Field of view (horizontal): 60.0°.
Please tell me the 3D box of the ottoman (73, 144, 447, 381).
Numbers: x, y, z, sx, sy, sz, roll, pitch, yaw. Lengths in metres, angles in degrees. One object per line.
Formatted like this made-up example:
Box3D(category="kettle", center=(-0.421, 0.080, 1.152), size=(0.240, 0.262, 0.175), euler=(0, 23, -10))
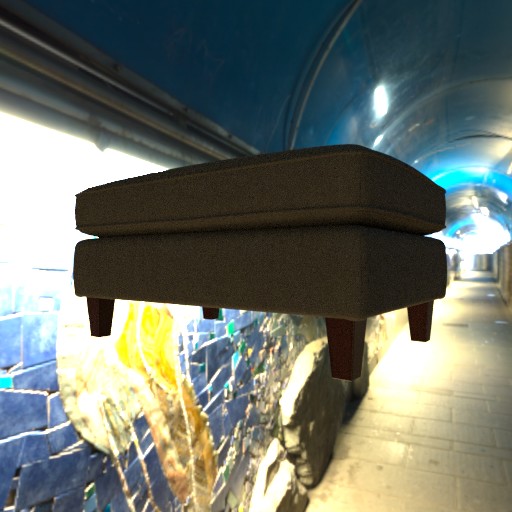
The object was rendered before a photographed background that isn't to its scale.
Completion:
Box3D(category="ottoman", center=(0.000, 0.000, 1.294), size=(0.941, 0.480, 0.636), euler=(0, -1, 36))
